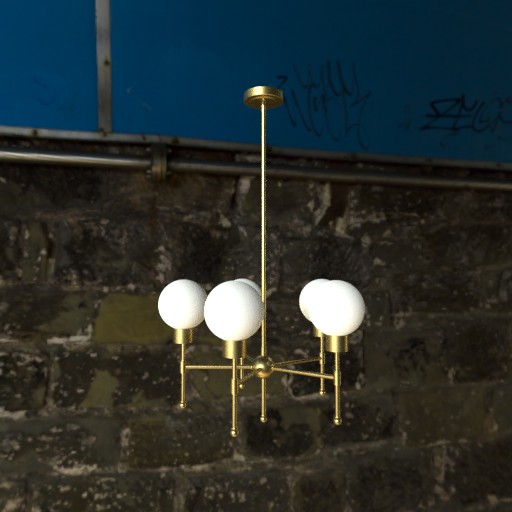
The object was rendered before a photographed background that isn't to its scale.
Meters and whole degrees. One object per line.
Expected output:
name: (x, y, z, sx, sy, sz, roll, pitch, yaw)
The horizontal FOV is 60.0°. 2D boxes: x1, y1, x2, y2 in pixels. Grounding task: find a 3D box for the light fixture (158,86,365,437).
light fixture: (0.000, 0.000, 1.800, 0.785, 1.331, 0.815, 0, -2, 1)
